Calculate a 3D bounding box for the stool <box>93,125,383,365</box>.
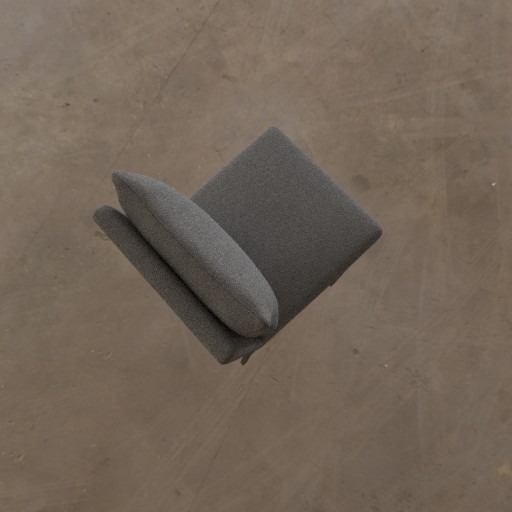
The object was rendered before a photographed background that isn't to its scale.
[{"bbox_3d":[0.000,0.000,1.417,0.569,1.132,0.463,-42,79,-10],"label":"stool"}]
